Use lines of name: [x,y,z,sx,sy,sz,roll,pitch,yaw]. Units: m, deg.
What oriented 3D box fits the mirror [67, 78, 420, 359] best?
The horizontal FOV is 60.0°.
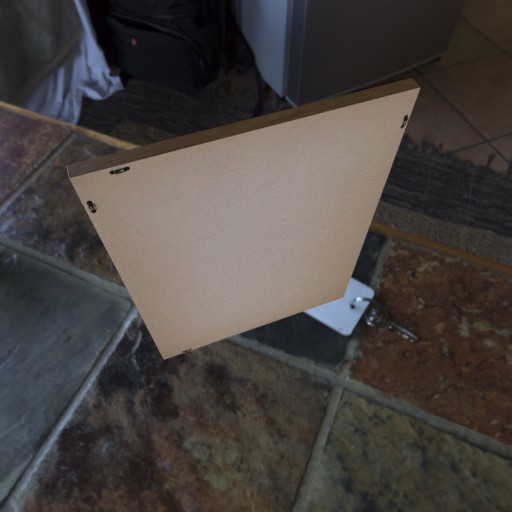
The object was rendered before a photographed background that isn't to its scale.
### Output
mirror: [0.000,0.000,1.342,0.762,1.016,0.040,-17,59,-11]
